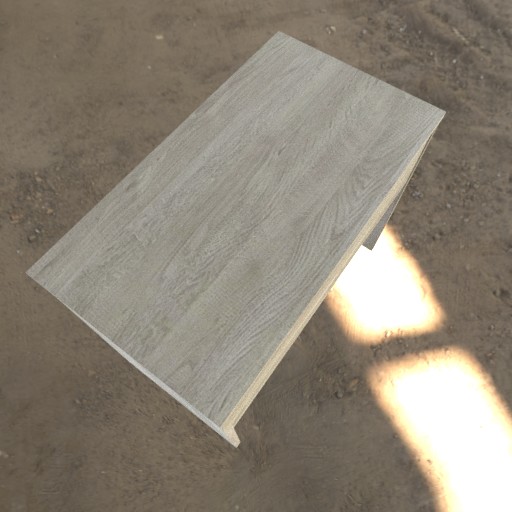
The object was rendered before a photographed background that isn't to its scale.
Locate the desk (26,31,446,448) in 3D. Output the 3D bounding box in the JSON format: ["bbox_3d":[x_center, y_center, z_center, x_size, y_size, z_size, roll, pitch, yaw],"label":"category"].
[{"bbox_3d":[0.000,0.000,1.312,0.498,0.724,0.893,33,68,15],"label":"desk"}]
